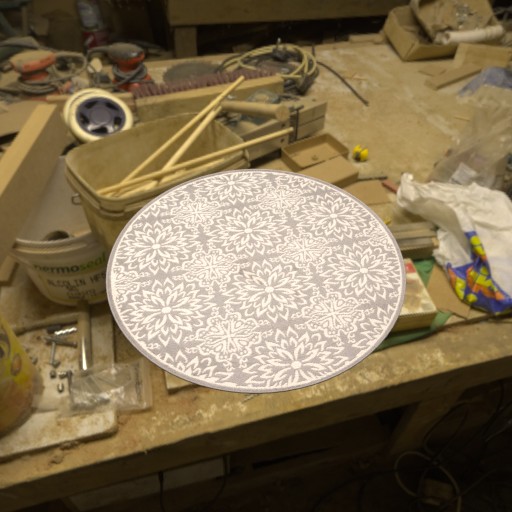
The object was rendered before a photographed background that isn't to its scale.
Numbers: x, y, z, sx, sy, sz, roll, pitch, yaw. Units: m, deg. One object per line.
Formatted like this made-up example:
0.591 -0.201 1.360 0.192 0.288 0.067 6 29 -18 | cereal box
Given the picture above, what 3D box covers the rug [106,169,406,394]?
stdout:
0.000 0.000 2.413 1.593 0.012 1.593 0 47 0 | rug
